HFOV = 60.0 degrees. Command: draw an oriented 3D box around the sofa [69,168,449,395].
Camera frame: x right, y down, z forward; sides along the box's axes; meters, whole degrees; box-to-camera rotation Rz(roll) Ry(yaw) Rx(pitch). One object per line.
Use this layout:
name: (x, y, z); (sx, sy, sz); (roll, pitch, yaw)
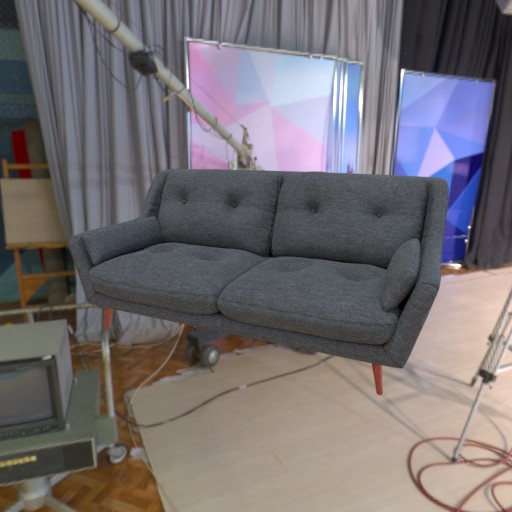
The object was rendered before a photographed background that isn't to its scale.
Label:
sofa: (0.000, 0.000, 2.453); (1.929, 0.896, 0.975); (7, 16, 25)
